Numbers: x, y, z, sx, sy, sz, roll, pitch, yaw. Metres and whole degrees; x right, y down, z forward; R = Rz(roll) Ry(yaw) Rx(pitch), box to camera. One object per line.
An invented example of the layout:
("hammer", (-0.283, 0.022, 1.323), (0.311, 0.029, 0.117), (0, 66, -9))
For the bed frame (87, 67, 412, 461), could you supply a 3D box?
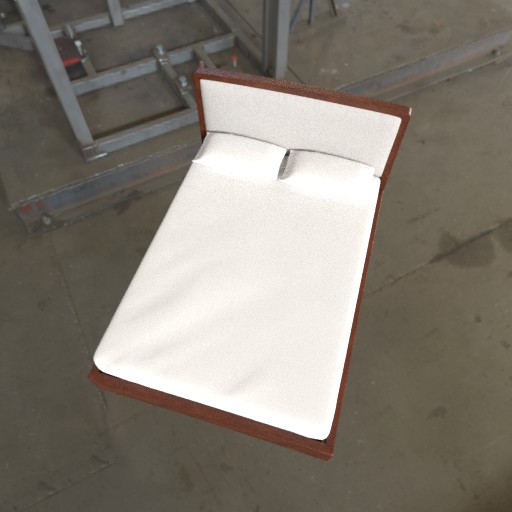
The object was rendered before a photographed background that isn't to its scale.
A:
("bed frame", (0.000, 0.000, 3.114), (1.587, 1.279, 2.171), (14, 59, 9))
